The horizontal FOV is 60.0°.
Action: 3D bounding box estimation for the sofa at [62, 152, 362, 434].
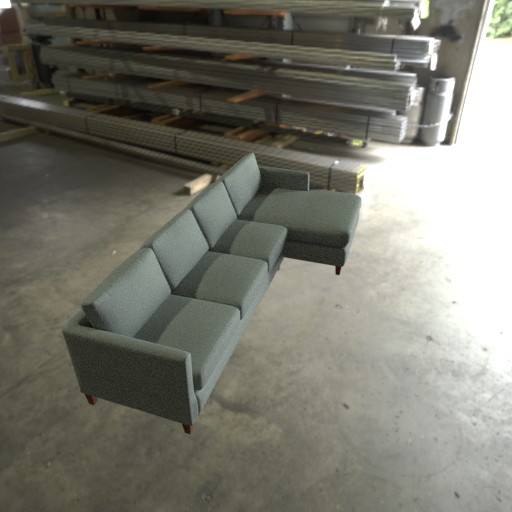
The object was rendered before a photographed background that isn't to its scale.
[{"bbox_3d":[0.000,0.000,4.235,1.604,0.950,3.471,10,32,16],"label":"sofa"}]
